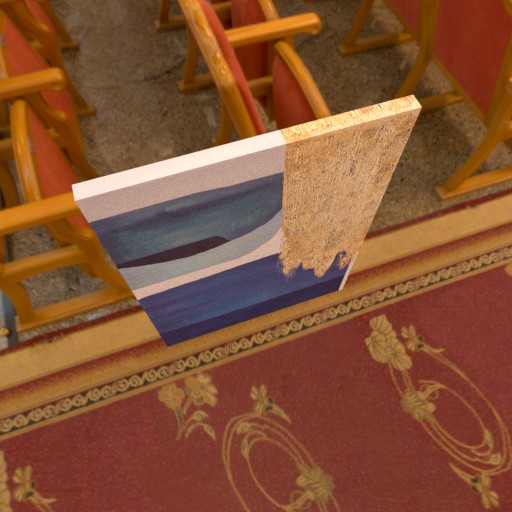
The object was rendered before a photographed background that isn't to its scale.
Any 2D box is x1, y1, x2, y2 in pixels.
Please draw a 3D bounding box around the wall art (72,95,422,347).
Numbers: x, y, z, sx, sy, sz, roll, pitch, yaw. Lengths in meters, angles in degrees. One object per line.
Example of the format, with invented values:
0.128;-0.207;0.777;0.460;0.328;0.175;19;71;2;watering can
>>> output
0.000;0.000;0.832;0.458;0.613;0.026;-17;64;-9;wall art
